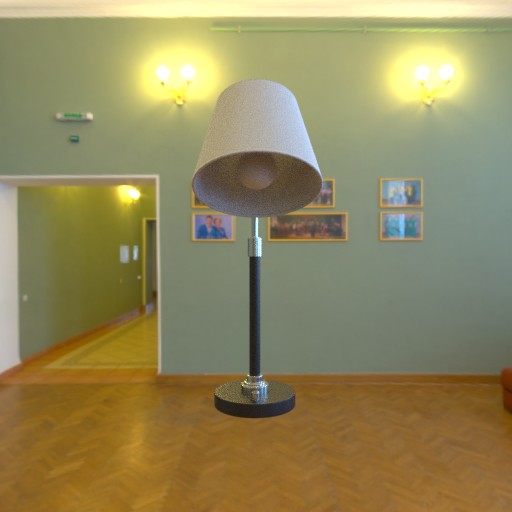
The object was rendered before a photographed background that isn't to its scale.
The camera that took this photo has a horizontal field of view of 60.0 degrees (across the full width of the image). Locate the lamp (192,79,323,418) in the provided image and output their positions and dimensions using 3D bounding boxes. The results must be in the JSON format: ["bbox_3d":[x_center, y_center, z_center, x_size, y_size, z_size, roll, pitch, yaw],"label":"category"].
[{"bbox_3d":[0.000,0.000,0.707,0.181,0.539,0.348,0,0,-1],"label":"lamp"}]
